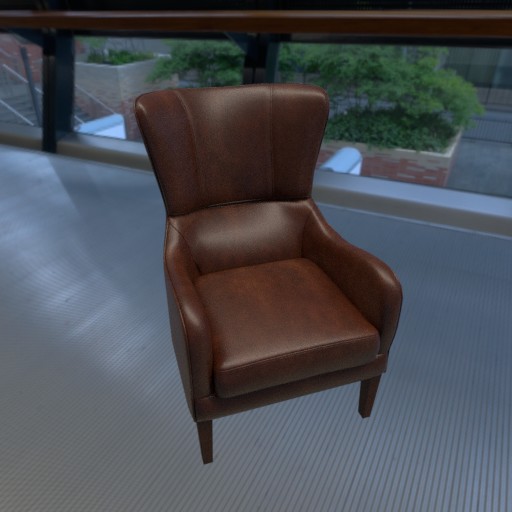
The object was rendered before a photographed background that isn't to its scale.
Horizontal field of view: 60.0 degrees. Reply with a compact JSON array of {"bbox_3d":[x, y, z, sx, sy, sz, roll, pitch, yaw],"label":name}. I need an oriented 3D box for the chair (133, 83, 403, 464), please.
[{"bbox_3d":[0.000,0.000,1.602,0.692,1.048,0.914,-9,32,-16],"label":"chair"}]
